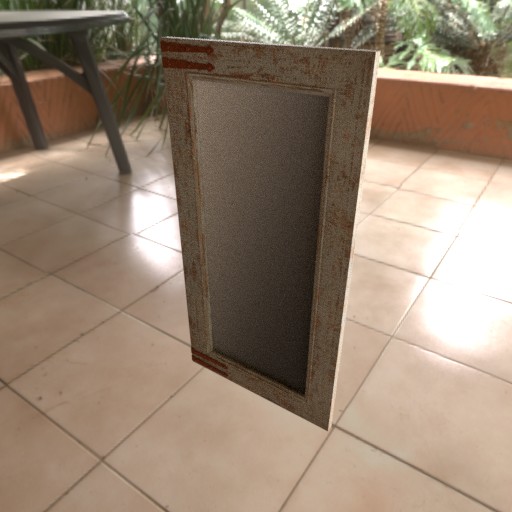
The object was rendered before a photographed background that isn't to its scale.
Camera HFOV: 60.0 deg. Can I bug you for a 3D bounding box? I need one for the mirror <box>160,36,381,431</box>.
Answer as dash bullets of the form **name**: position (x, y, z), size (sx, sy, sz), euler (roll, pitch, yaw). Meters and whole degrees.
- **mirror**: position (0.000, 0.000, 1.062), size (0.472, 0.922, 0.027), euler (19, 36, 28)
